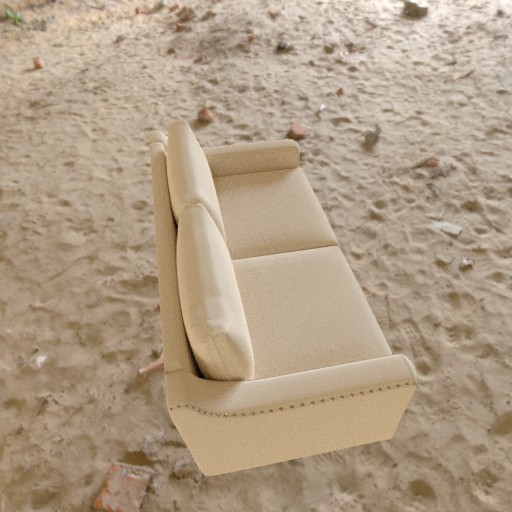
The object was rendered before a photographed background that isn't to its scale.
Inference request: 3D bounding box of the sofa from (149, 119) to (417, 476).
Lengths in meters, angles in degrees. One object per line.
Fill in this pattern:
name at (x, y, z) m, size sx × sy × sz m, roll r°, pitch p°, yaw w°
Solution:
sofa at (0.000, 0.000, 2.298) m, size 0.949 × 0.830 × 1.812 m, roll -8°, pitch 45°, yaw -8°
